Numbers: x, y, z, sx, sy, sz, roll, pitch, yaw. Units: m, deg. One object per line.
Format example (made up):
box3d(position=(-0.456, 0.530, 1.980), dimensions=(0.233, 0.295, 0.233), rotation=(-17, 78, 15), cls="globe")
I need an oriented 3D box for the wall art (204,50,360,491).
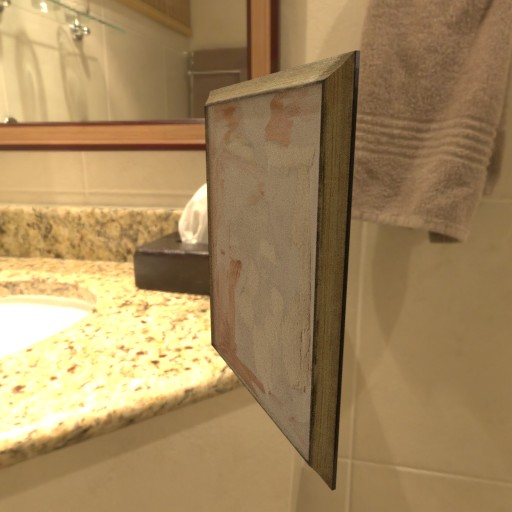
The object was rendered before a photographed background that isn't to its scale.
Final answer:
box3d(position=(0.000, 0.000, 0.604), dimensions=(0.023, 0.457, 0.381), rotation=(-7, 16, -24), cls="wall art")
